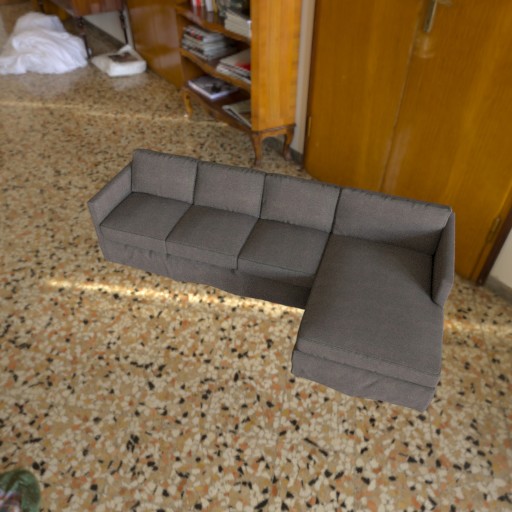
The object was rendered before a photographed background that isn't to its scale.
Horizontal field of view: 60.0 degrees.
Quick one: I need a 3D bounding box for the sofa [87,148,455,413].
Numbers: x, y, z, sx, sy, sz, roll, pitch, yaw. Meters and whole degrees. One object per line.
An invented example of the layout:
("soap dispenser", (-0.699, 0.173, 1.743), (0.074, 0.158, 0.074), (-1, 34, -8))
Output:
("sofa", (0.000, 0.000, 3.883), (3.205, 0.922, 1.650), (13, 43, 14))
